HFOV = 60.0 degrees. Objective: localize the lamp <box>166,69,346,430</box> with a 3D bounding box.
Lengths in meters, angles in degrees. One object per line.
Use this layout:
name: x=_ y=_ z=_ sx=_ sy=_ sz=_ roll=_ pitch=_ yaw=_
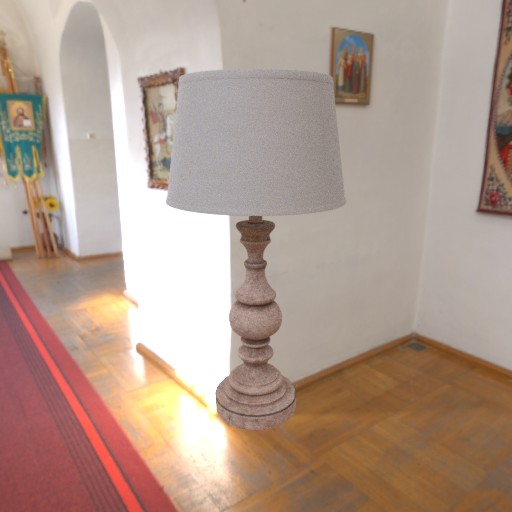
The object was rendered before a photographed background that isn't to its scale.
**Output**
lamp: x=0.000 y=0.000 z=0.881 sx=0.340 sy=0.678 sz=0.340 roll=0 pitch=16 yaw=0
